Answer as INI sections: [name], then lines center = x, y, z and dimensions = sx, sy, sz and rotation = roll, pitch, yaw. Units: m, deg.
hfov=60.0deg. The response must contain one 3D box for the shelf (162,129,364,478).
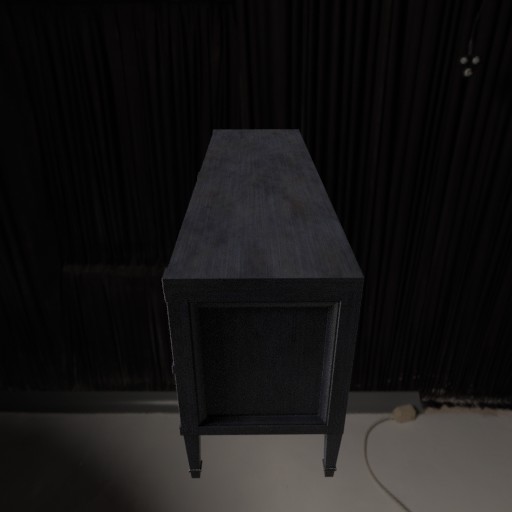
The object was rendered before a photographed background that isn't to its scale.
[shelf]
center = 0.000, 0.000, 1.876
dimensions = 0.479, 0.719, 1.575
rotation = 0, 28, -1
